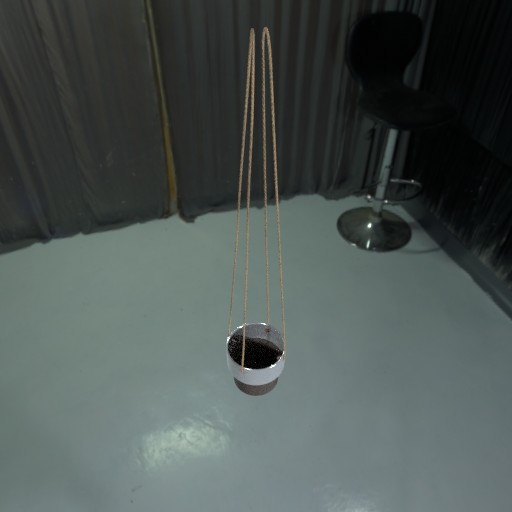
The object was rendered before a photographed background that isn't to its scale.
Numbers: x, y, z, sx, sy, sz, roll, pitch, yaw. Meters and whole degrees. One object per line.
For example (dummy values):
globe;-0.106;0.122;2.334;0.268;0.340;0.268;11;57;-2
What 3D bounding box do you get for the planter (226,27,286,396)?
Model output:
planter;0.000;0.000;1.138;0.187;1.073;0.187;-13;43;-15
